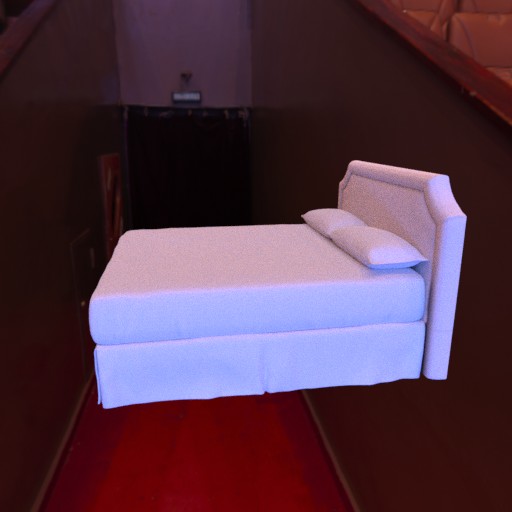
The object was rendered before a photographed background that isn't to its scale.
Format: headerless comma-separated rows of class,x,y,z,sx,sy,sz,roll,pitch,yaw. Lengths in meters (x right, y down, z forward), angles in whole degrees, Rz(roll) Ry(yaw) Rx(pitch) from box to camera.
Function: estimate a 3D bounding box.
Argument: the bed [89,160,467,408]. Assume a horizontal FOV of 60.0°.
bed,0.000,0.000,3.321,2.164,1.297,1.828,-3,16,-9
